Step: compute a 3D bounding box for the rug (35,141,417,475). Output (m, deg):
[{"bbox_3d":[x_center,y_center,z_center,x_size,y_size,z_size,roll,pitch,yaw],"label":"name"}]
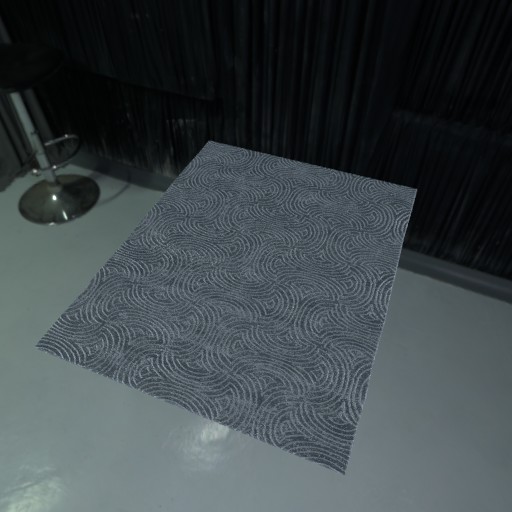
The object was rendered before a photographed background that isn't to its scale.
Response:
[{"bbox_3d":[0.000,0.000,4.045,2.456,0.021,3.042,17,50,15],"label":"rug"}]
